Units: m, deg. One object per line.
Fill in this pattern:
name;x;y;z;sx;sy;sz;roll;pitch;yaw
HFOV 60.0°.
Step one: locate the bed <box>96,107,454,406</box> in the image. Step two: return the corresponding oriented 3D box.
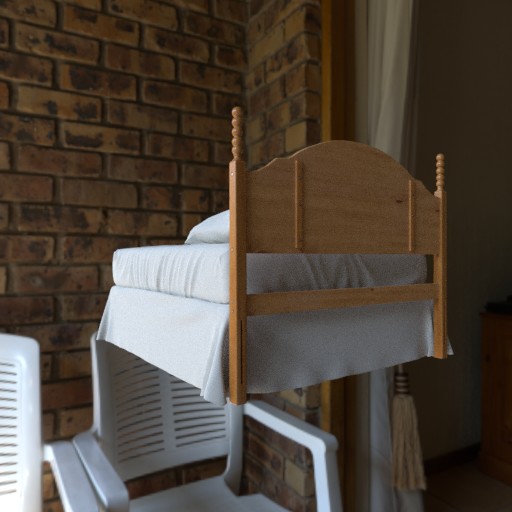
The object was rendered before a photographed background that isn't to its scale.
bed;0.000;0.000;3.285;1.873;1.356;2.040;0;0;-35
